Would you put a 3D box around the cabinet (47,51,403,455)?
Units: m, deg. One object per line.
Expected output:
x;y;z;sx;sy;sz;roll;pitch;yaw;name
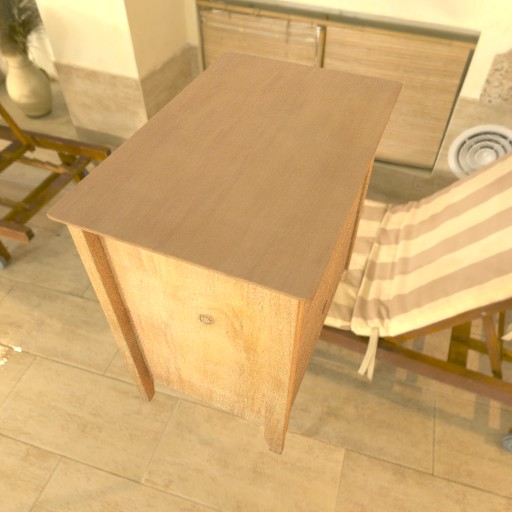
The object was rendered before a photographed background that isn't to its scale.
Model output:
0.000;0.000;1.241;0.503;0.762;0.763;17;49;15;cabinet
